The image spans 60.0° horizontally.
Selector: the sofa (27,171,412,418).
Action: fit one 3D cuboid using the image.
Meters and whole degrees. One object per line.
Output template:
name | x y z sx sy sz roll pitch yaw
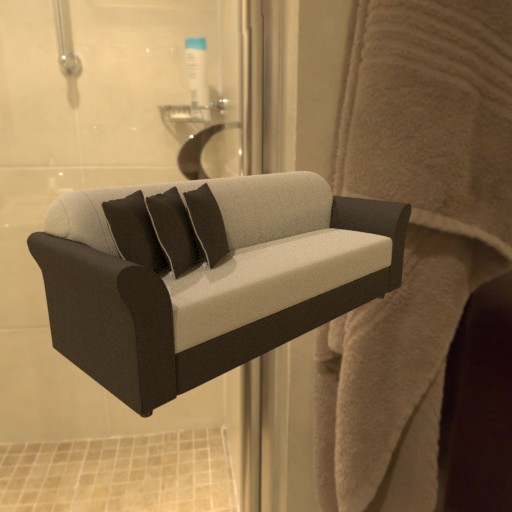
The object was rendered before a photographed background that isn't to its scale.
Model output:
sofa | 0.000 0.000 2.354 0.755 0.787 2.001 14 20 42
